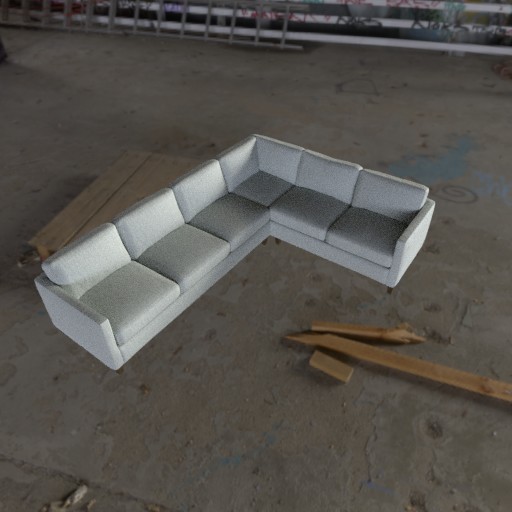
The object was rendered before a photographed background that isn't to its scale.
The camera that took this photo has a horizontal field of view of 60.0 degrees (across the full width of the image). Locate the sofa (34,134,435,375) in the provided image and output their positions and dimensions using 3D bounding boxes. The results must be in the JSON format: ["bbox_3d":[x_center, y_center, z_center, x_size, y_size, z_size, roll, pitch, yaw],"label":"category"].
[{"bbox_3d":[0.000,0.000,4.507,2.522,0.934,3.333,25,46,26],"label":"sofa"}]
